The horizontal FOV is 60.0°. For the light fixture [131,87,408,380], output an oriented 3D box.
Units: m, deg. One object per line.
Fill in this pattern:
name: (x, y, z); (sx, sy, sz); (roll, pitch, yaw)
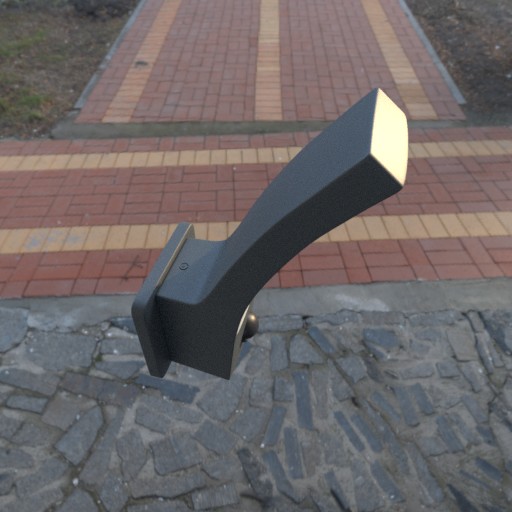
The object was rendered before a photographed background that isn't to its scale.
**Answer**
light fixture: (0.000, 0.000, 0.333); (0.174, 0.243, 0.108); (10, 45, 10)
